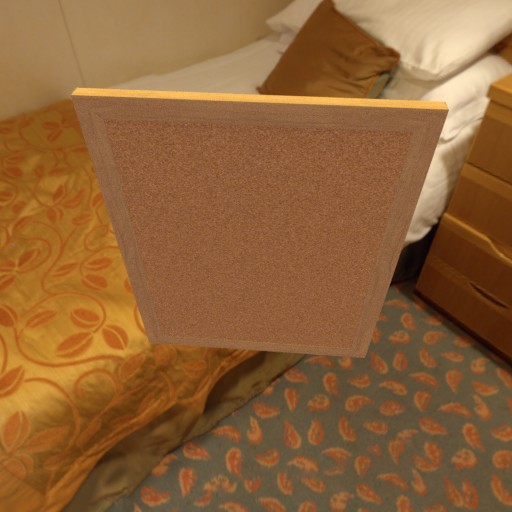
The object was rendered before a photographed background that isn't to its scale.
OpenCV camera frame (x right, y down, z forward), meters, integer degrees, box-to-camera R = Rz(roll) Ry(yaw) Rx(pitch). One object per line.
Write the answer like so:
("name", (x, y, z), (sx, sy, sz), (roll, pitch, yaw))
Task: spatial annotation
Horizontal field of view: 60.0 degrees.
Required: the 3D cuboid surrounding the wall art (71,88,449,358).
("wall art", (0.000, 0.000, 0.747), (0.460, 0.561, 0.020), (3, 46, 3))
